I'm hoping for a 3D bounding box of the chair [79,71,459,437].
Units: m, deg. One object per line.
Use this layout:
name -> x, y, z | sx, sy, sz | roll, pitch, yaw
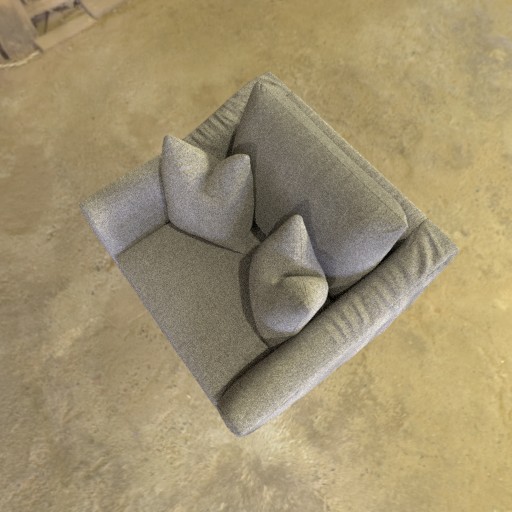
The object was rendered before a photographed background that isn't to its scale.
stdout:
chair -> 0.000, 0.000, 2.038 | 1.071, 1.059, 1.194 | -35, 69, -15
